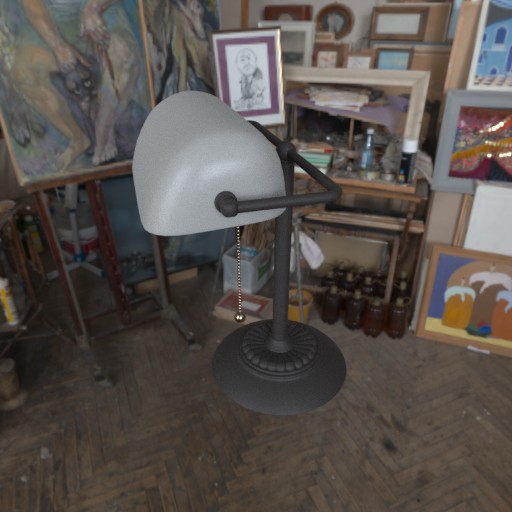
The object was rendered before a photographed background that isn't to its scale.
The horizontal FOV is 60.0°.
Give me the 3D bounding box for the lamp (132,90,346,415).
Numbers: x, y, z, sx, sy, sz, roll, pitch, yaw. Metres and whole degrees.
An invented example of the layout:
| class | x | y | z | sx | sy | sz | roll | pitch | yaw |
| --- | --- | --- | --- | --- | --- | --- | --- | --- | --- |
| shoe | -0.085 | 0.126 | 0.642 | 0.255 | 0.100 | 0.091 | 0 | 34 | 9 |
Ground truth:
| class | x | y | z | sx | sy | sz | roll | pitch | yaw |
| --- | --- | --- | --- | --- | --- | --- | --- | --- | --- |
| lamp | 0.000 | 0.000 | 0.505 | 0.243 | 0.339 | 0.264 | -8 | 31 | -14 |
